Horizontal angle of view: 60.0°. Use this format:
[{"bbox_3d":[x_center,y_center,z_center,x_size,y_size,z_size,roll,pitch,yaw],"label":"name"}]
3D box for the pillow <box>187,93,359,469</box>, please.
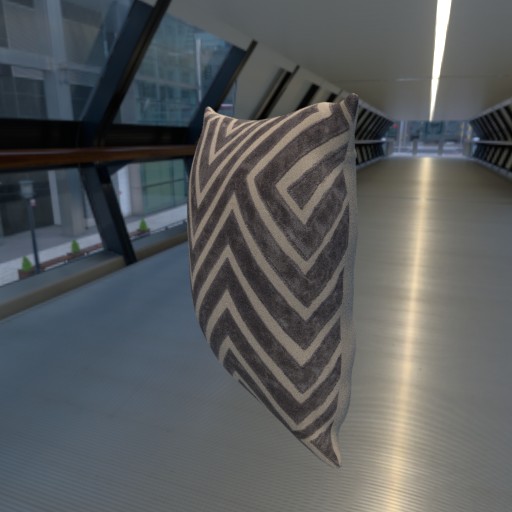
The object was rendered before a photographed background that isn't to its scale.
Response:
[{"bbox_3d":[0.000,0.000,0.661,0.182,0.441,0.440,-7,17,-24],"label":"pillow"}]
